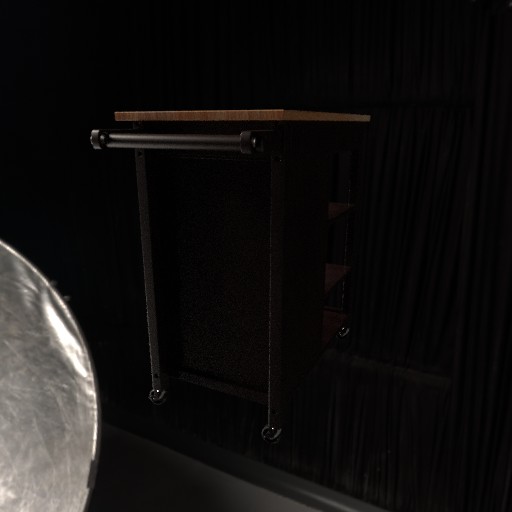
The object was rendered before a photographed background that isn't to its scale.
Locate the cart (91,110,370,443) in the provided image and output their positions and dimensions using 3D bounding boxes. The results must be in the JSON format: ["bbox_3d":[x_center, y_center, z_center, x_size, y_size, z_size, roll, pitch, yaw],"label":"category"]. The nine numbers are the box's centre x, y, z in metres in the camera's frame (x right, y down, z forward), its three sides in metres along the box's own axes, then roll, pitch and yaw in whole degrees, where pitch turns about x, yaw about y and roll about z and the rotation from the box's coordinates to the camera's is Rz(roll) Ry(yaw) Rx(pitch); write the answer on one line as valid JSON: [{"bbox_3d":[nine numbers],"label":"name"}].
[{"bbox_3d":[0.000,0.000,1.438,0.472,0.878,0.914,8,19,26],"label":"cart"}]
